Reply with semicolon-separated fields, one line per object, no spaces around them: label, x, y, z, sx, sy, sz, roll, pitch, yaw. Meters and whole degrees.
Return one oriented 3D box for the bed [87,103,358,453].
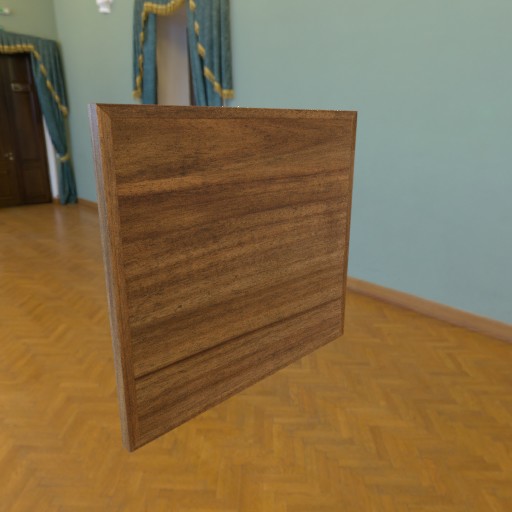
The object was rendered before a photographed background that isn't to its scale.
bed;0.000;0.000;1.484;1.041;0.940;0.043;-16;23;-42
